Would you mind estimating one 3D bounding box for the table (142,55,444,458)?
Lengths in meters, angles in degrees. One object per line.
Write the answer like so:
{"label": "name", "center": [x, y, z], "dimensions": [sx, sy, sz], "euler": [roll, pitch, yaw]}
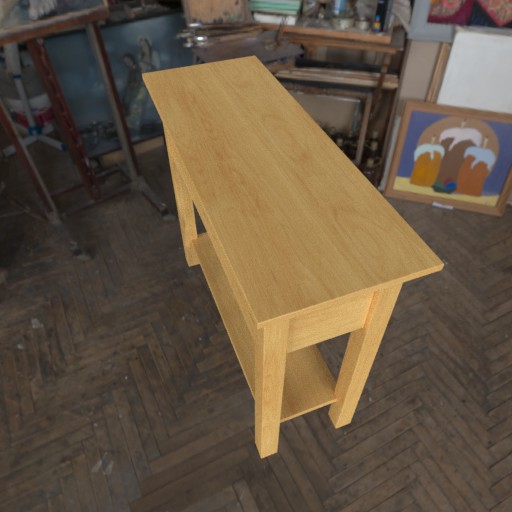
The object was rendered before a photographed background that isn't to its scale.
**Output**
{"label": "table", "center": [0.000, 0.000, 1.260], "dimensions": [0.340, 0.728, 0.900], "euler": [-16, 49, -14]}
